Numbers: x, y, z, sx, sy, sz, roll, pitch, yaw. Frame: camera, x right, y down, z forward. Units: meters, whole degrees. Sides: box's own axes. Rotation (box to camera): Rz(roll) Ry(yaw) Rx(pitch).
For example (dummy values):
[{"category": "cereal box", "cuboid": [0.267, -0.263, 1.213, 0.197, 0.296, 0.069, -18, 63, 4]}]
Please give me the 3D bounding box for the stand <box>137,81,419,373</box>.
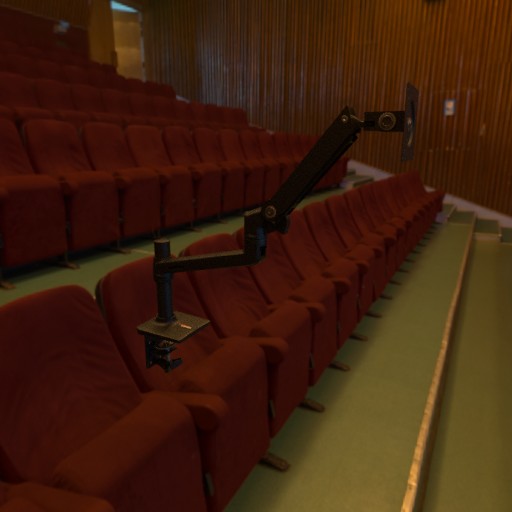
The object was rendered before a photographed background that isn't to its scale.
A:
[{"category": "stand", "cuboid": [0.000, 0.000, 1.040, 0.650, 0.713, 0.152, 7, 15, 26]}]
